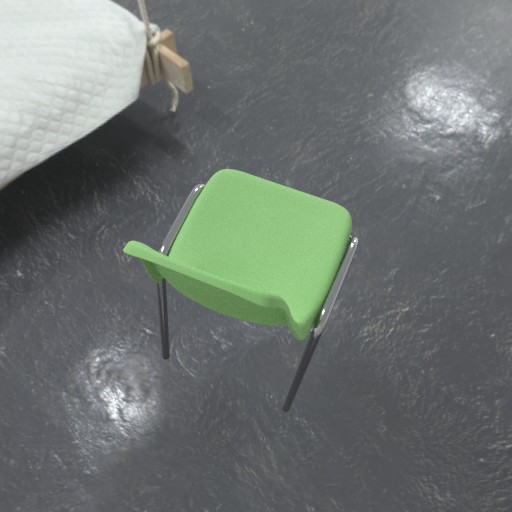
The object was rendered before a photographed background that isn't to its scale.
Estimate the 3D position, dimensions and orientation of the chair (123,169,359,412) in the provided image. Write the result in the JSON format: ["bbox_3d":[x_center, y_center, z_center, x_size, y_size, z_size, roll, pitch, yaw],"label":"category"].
[{"bbox_3d":[0.000,0.000,0.933,0.381,0.653,0.436,20,64,10],"label":"chair"}]
